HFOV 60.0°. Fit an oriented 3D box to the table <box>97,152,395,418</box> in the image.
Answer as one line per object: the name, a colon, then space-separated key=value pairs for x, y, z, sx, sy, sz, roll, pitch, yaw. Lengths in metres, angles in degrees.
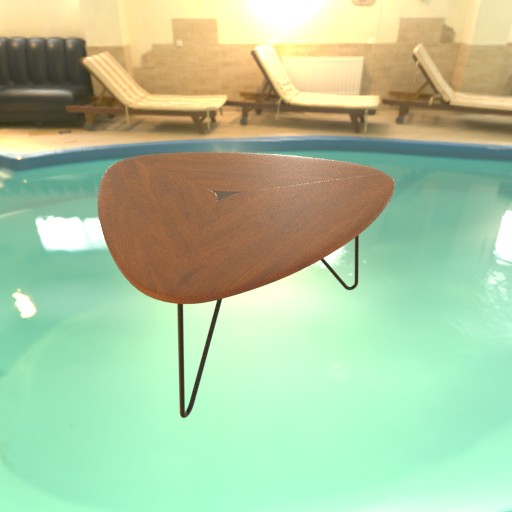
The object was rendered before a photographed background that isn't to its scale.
table: x=0.000 y=0.000 z=1.309 sx=0.821 sy=0.413 sz=0.833 roll=-11 pitch=33 yaw=-17
